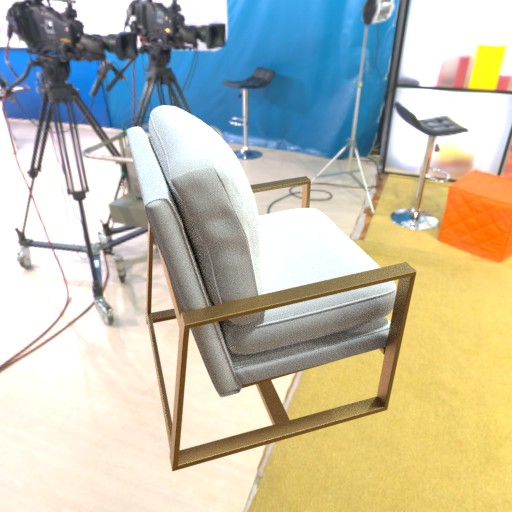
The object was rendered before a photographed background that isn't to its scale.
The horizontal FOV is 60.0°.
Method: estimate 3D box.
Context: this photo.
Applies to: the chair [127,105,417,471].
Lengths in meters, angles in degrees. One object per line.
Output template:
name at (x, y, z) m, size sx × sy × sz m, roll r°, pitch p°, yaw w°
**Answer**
chair at (0.000, 0.000, 1.571) m, size 0.813 × 0.966 × 0.805 m, roll -10°, pitch 32°, yaw -15°
